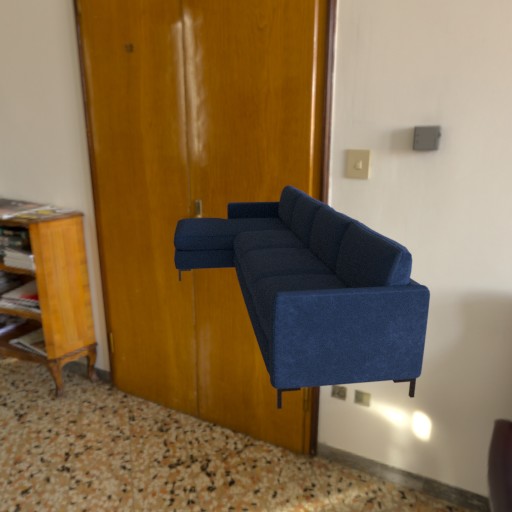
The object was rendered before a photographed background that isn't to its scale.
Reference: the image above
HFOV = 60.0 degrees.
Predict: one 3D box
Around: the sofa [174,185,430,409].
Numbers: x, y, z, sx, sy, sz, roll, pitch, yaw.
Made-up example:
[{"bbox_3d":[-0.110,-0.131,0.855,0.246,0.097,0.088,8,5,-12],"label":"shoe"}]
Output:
[{"bbox_3d":[0.000,0.000,2.928,1.128,0.679,2.450,-2,16,-8],"label":"sofa"}]
